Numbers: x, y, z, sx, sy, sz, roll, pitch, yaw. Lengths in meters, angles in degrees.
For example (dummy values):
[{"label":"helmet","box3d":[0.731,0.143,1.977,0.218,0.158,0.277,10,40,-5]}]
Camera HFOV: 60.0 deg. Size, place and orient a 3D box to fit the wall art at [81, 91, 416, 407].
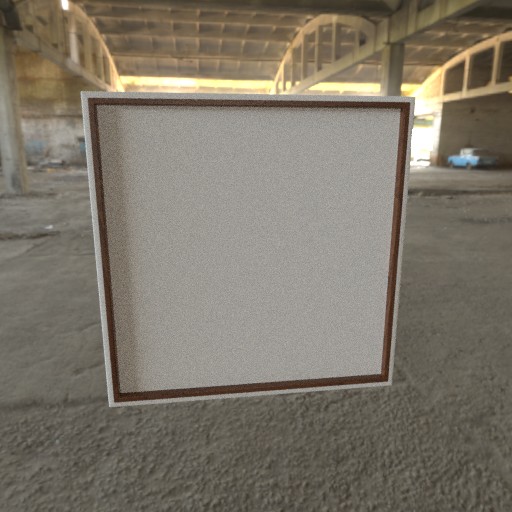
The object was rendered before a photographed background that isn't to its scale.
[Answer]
[{"label":"wall art","box3d":[0.000,0.000,1.101,0.757,0.757,0.037,-2,14,-8]}]
